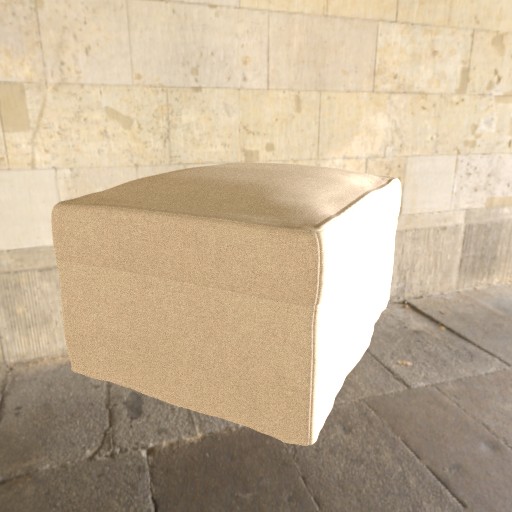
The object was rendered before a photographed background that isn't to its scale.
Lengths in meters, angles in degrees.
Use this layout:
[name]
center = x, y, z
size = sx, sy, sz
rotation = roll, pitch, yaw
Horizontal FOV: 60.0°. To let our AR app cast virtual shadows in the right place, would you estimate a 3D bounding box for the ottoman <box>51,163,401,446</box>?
[ottoman]
center = 0.000, 0.000, 1.249
size = 0.650, 0.485, 0.833
rotation = 8, 19, 25
